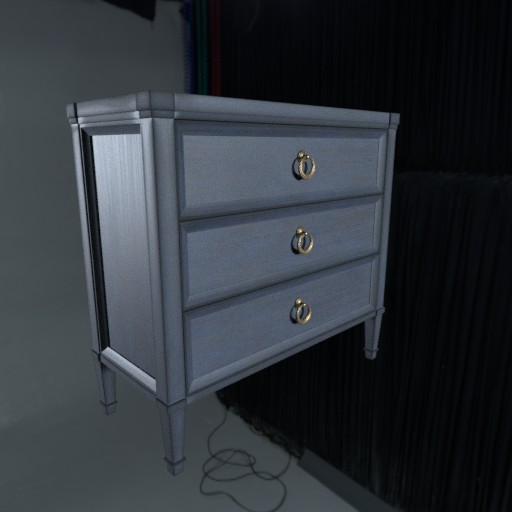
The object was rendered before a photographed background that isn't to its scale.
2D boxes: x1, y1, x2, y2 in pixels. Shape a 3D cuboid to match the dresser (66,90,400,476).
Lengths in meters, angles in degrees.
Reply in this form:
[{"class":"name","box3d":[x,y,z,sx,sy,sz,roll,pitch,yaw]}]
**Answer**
[{"class":"dresser","box3d":[0.000,0.000,1.565,1.049,0.986,0.463,-13,19,-42]}]
